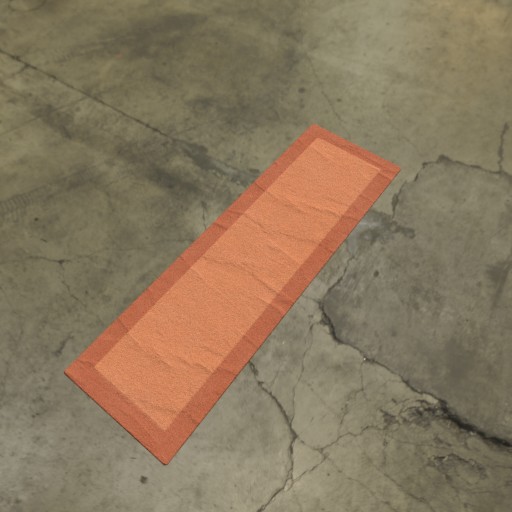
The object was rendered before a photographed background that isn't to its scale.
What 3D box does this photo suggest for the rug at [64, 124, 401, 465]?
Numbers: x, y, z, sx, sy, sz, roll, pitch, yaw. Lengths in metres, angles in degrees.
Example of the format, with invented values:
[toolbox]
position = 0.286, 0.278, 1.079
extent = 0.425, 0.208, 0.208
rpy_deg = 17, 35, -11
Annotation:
[rug]
position = 0.000, 0.000, 2.765
extent = 0.914, 0.013, 2.471
rpy_deg = 30, 63, 17
